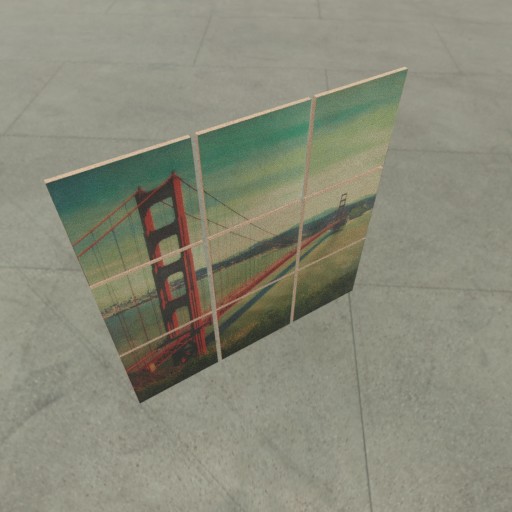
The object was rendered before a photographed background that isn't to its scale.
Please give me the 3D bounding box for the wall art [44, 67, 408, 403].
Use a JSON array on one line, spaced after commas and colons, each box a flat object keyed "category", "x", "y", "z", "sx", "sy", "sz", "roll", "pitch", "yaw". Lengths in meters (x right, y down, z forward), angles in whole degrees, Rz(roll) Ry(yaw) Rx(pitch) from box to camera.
[{"category": "wall art", "x": 0.000, "y": 0.000, "z": 1.313, "sx": 0.917, "sy": 0.910, "sz": 0.012, "roll": -24, "pitch": 51, "yaw": -21}]
